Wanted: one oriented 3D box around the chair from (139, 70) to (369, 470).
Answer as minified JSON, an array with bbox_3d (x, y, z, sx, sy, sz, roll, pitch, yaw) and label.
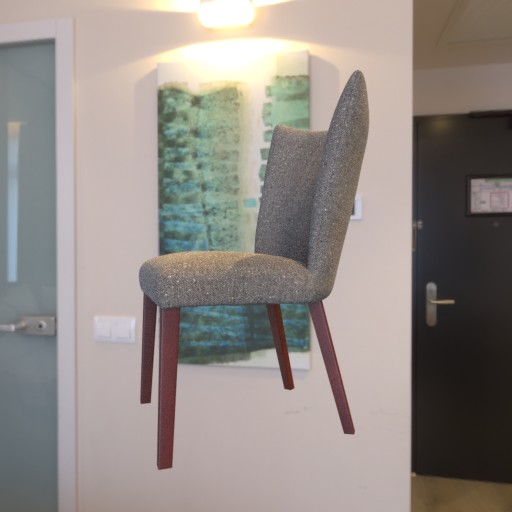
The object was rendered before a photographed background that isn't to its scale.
[{"bbox_3d":[0.000,0.000,1.281,0.623,0.924,0.535,0,1,-19],"label":"chair"}]
